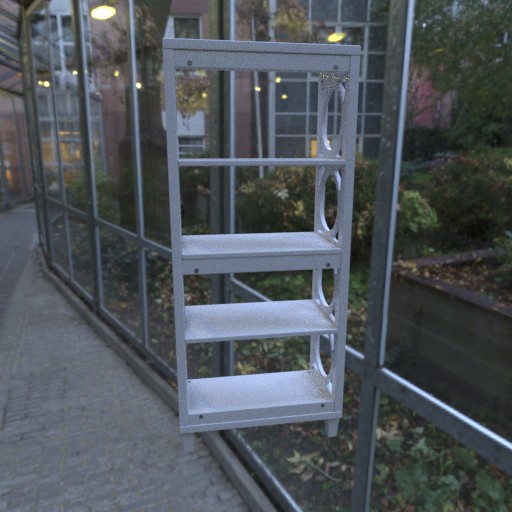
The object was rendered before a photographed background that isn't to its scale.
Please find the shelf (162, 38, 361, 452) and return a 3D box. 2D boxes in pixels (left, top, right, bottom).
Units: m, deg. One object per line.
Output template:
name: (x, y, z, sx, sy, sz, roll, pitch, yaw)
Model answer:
shelf: (0.000, 0.000, 1.666, 0.611, 1.411, 0.340, -2, 13, -9)
